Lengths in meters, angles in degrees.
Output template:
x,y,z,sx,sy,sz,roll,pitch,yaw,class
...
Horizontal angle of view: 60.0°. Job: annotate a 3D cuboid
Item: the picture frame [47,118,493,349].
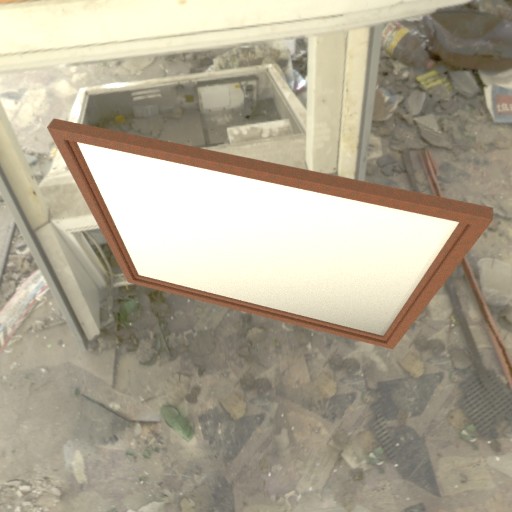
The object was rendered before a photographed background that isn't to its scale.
x,y,z,sx,sy,sz,roll,pitch,yaw,class
0.000,0.000,1.722,1.329,1.018,0.045,13,60,8,picture frame
